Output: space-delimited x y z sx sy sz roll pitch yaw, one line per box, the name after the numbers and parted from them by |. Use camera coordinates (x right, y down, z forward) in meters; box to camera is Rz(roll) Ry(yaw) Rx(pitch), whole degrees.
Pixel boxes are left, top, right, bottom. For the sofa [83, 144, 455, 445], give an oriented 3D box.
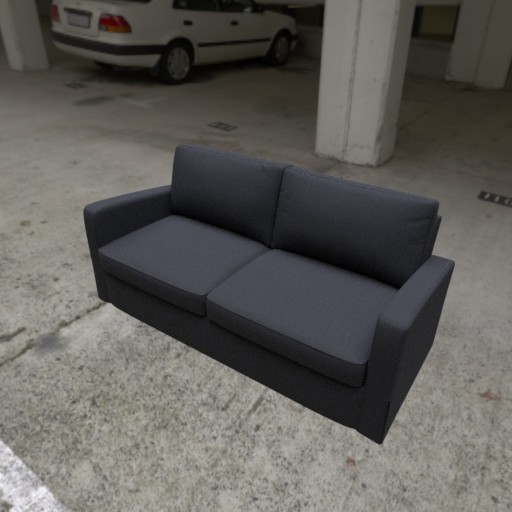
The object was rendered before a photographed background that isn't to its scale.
0.000 0.000 2.397 1.852 0.839 0.898 19 36 29 | sofa
